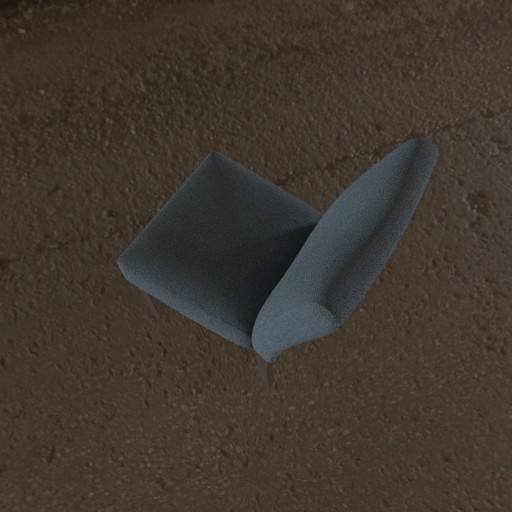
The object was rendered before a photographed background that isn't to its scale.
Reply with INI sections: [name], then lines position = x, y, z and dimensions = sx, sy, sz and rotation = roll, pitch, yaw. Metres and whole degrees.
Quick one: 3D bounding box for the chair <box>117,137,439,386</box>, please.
[chair]
position = 0.000, 0.000, 1.249
dimensions = 0.629, 0.882, 0.487
rotation = 30, 67, 14
